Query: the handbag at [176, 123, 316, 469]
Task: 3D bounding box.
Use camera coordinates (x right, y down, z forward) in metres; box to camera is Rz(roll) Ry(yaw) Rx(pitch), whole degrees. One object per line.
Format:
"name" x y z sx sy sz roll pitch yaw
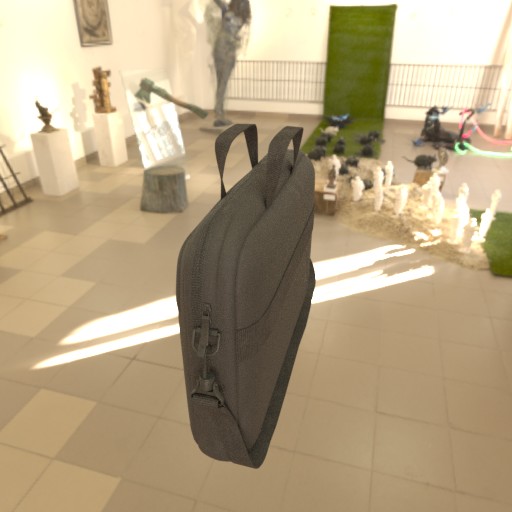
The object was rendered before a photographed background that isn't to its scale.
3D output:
"handbag" 0.000 0.000 0.428 0.089 0.244 0.320 8 29 14
